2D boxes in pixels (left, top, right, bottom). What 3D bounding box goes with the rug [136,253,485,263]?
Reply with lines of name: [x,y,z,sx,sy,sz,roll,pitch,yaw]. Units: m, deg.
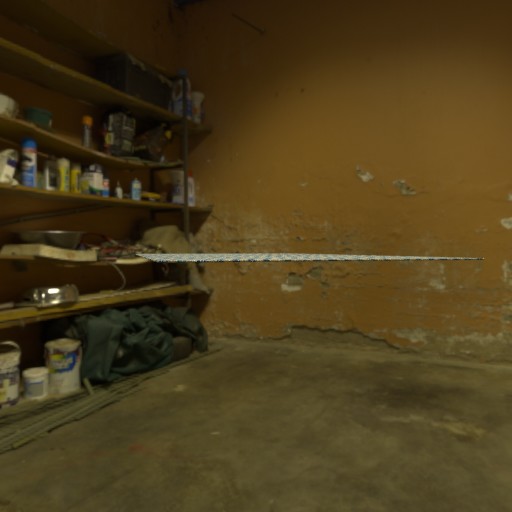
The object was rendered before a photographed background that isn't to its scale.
rug: [0.000,0.000,3.050,1.531,0.008,2.439,0,1,-17]
